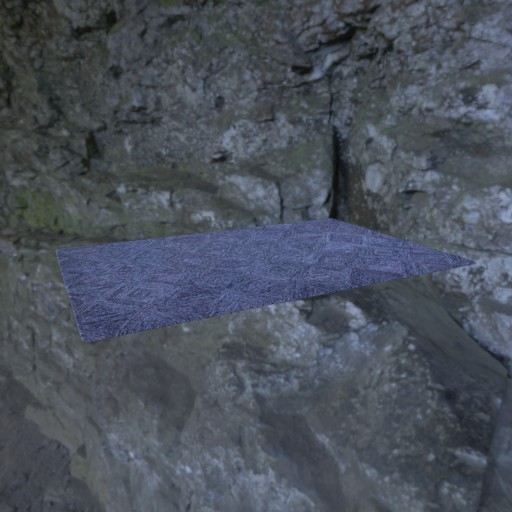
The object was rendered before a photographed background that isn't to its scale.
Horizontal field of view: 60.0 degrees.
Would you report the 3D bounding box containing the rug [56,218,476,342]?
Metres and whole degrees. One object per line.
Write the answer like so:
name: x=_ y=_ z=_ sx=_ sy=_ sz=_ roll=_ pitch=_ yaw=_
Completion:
rug: x=0.000 y=0.000 z=2.191 sx=1.752 sy=0.013 sz=1.158 roll=-8 pitch=18 yaw=-26
